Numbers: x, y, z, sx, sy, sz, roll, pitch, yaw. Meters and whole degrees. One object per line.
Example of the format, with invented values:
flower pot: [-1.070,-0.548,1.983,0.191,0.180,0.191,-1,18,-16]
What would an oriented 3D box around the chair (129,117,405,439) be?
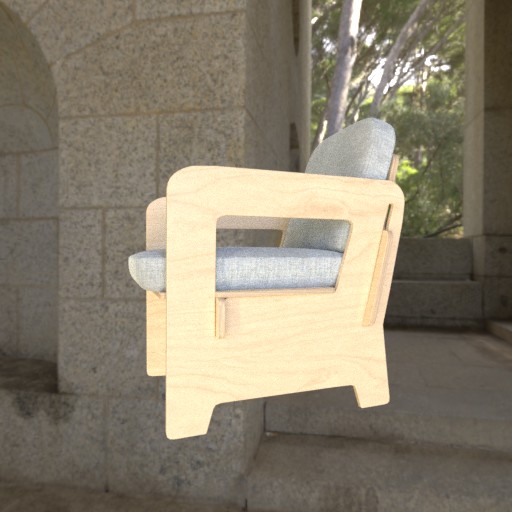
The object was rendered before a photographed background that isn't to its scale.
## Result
chair: [0.000,0.000,1.309,0.710,0.800,0.590,0,0,-18]
